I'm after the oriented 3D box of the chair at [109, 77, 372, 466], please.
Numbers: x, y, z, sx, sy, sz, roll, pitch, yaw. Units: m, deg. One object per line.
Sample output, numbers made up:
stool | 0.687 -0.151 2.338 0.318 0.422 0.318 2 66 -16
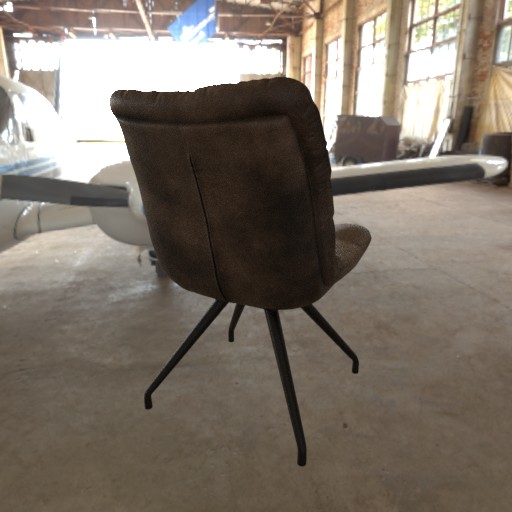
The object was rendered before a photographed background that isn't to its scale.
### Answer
chair | 0.000 0.000 1.241 0.549 0.870 0.622 8 18 27
